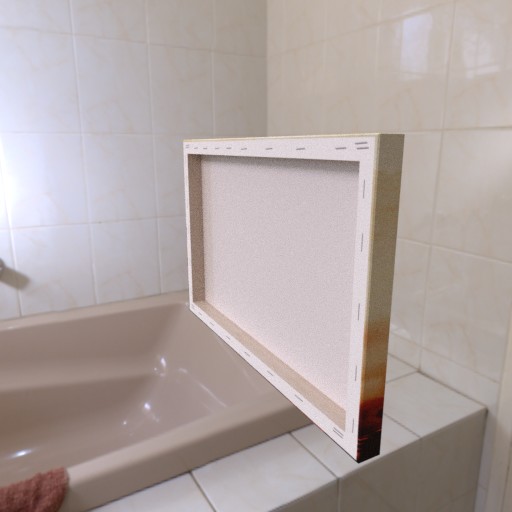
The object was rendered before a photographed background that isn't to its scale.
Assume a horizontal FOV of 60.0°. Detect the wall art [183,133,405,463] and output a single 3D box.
[{"bbox_3d":[0.000,0.000,0.780,0.040,0.402,0.613,-7,16,-27],"label":"wall art"}]
